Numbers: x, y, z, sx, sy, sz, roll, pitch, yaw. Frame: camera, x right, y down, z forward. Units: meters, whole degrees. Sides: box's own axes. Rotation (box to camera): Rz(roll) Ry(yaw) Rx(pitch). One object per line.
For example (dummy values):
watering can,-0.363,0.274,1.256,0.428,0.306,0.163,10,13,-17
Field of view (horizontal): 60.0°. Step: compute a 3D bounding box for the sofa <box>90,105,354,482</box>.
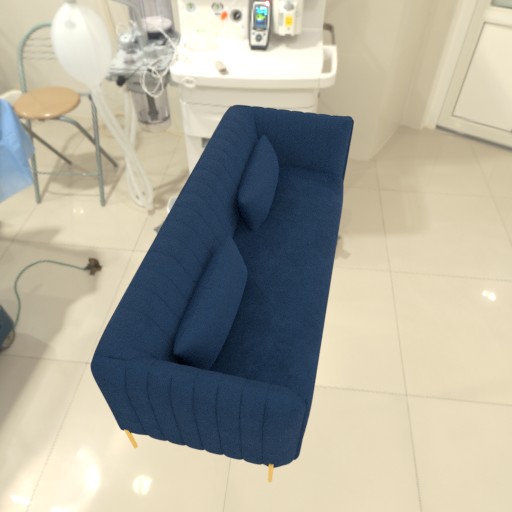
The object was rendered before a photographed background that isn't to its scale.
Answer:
sofa,0.000,0.000,2.566,0.896,0.793,2.136,10,48,9
